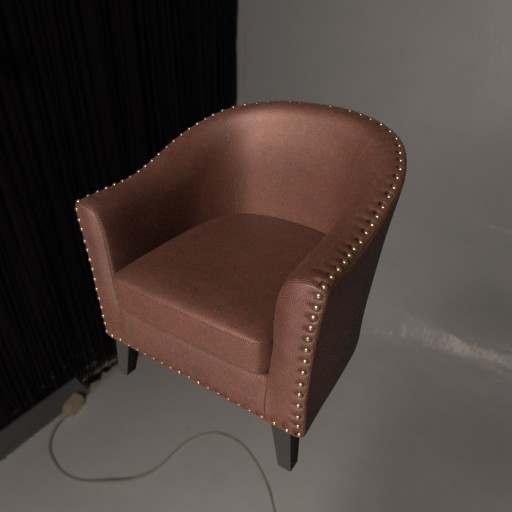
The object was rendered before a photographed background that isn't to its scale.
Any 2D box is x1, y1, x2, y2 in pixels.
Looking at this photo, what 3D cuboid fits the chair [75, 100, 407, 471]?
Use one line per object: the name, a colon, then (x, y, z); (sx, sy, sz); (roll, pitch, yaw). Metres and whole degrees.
chair: (0.000, 0.000, 1.411); (0.794, 0.823, 0.748); (19, 35, 29)
